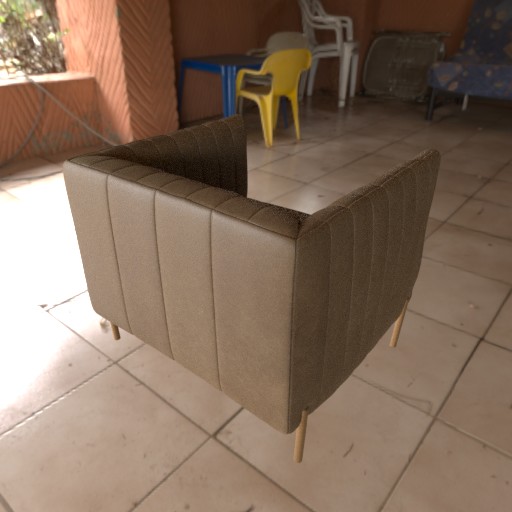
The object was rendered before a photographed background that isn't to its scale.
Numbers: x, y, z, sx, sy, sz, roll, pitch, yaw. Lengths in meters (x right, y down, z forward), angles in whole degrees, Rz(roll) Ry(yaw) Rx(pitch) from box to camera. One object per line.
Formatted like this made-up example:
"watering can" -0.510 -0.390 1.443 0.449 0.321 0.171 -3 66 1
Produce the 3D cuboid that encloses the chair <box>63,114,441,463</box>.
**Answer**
"chair" 0.000 0.000 1.621 0.981 0.779 0.876 22 36 33
